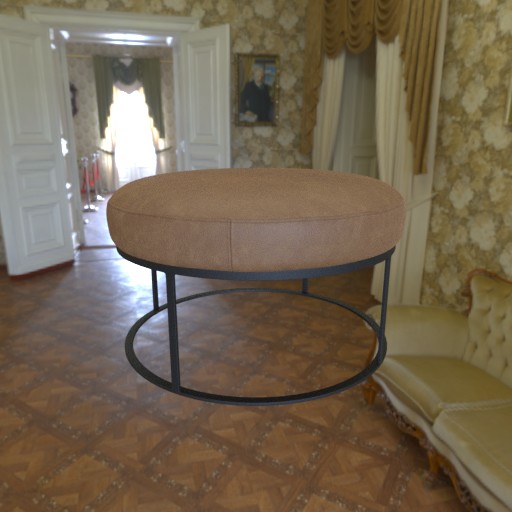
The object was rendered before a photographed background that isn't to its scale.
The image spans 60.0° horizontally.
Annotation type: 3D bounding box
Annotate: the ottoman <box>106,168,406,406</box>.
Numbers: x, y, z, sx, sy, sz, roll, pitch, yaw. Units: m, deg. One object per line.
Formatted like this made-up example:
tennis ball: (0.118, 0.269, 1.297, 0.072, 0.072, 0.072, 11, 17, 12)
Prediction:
ottoman: (0.000, 0.000, 1.234, 0.771, 0.460, 0.771, 0, 15, 0)
